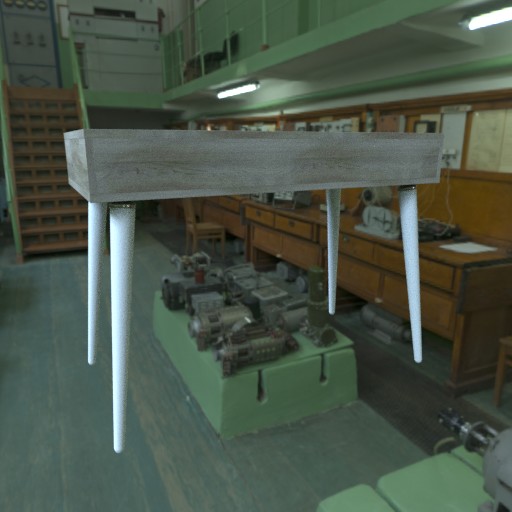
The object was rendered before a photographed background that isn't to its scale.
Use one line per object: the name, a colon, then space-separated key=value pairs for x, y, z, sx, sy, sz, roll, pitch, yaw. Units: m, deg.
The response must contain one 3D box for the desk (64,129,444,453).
desk: x=0.000 y=0.000 z=1.354 sx=0.979 sy=0.723 sz=0.491 roll=-7 pitch=16 yaw=-26
